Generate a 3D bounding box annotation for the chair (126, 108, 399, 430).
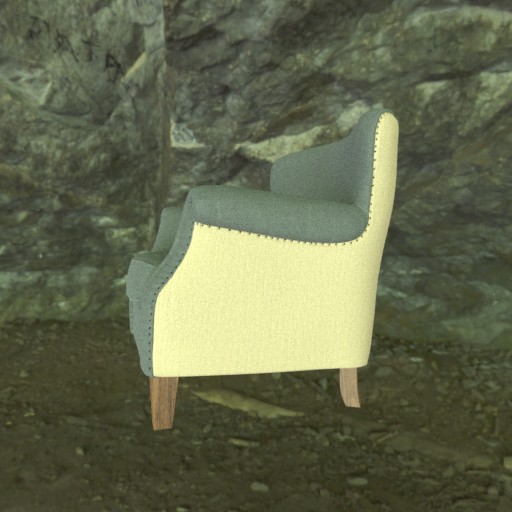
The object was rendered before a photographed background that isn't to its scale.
[{"bbox_3d":[0.000,0.000,1.640,0.921,0.936,0.861,0,1,-18],"label":"chair"}]
